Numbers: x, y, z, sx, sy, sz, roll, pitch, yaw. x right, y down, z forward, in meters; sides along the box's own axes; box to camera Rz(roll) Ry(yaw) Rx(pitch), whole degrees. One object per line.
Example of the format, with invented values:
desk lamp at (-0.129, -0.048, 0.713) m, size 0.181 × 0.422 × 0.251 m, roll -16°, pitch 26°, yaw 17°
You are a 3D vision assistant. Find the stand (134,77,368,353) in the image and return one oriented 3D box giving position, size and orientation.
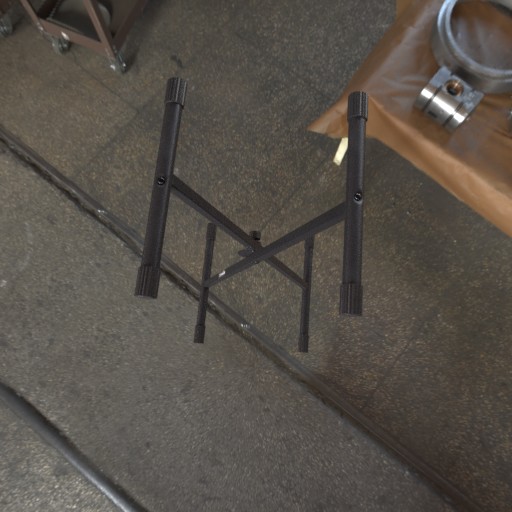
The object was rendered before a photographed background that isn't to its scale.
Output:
stand at (0.000, 0.000, 1.192) m, size 0.409 × 0.940 × 0.449 m, roll 5°, pitch 76°, yaw 1°
